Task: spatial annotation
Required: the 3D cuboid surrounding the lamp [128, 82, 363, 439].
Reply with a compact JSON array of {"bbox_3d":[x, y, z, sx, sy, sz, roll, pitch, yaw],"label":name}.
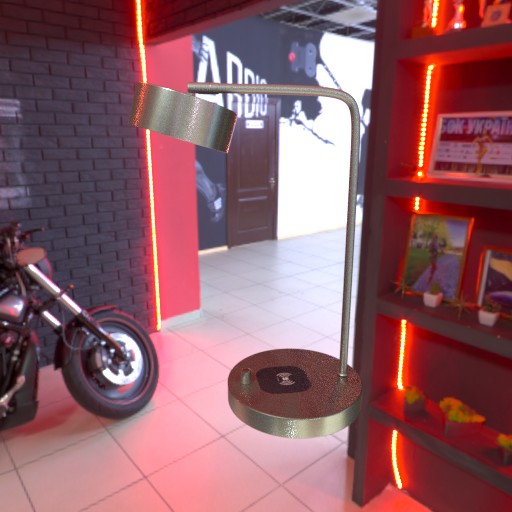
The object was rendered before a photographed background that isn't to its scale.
[{"bbox_3d":[0.000,0.000,0.641,0.334,0.469,0.211,-2,15,-8],"label":"lamp"}]
